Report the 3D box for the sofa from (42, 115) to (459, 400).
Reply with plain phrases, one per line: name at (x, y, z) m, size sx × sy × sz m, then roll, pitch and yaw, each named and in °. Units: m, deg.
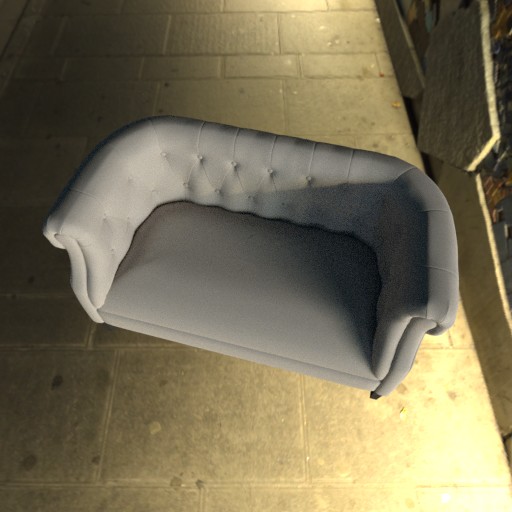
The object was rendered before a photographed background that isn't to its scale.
sofa at (0.000, 0.000, 2.025) m, size 1.558 × 0.827 × 0.835 m, roll 13°, pitch 59°, yaw 8°
